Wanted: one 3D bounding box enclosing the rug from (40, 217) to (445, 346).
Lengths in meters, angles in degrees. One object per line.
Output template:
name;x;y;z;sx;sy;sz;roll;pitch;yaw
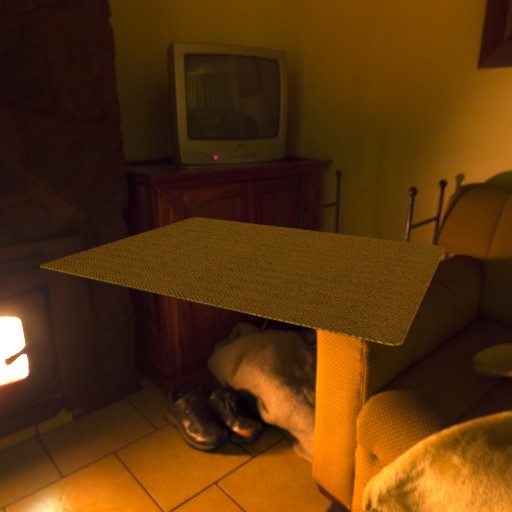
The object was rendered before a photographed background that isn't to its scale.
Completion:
rug;0.000;0.000;4.332;3.207;0.014;2.439;9;19;27
